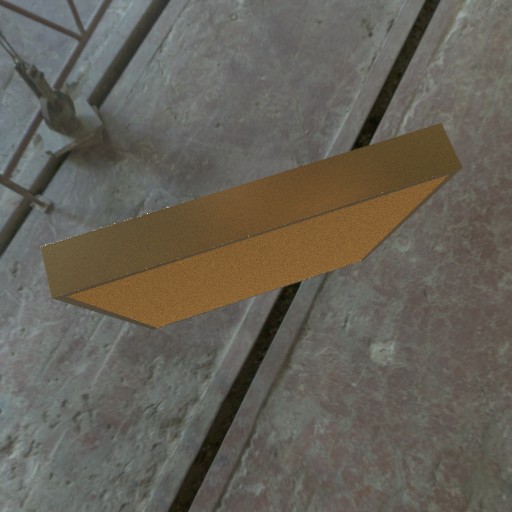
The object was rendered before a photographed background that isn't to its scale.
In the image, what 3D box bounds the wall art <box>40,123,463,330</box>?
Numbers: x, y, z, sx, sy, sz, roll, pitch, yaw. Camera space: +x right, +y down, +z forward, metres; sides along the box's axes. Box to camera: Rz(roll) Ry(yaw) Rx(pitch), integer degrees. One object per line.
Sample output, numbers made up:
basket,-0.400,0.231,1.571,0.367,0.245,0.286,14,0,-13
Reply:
wall art,0.000,0.000,0.464,0.304,0.304,0.038,-18,77,-4
